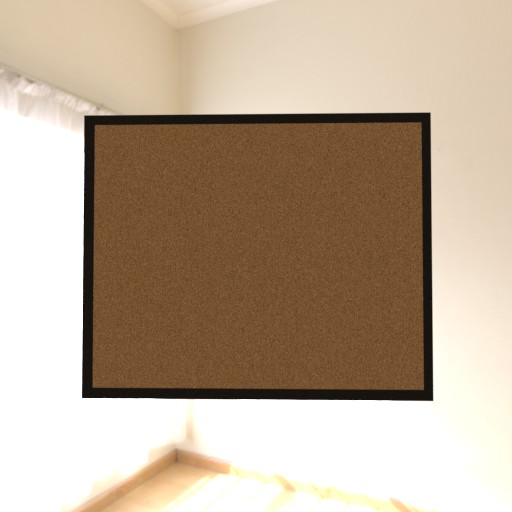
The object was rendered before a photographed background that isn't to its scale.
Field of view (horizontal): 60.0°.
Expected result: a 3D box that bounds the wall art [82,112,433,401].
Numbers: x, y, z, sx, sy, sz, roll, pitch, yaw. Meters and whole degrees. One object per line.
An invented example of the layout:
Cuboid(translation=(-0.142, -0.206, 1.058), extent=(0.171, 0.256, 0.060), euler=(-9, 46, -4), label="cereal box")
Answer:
Cuboid(translation=(0.000, 0.000, 0.719), extent=(0.554, 0.454, 0.030), euler=(0, -1, 1), label="wall art")
